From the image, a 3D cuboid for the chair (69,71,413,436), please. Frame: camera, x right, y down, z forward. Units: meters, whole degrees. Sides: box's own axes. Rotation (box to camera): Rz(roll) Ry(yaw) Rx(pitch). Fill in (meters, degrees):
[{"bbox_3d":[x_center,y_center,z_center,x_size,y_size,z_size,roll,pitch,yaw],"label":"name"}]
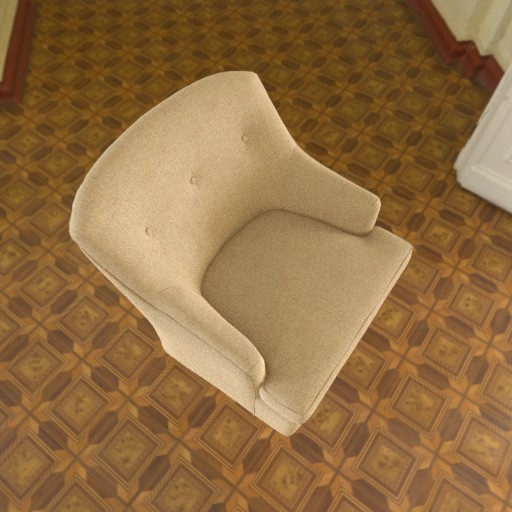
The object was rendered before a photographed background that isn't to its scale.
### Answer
[{"bbox_3d":[0.000,0.000,1.613,0.923,0.856,0.864,32,64,18],"label":"chair"}]
